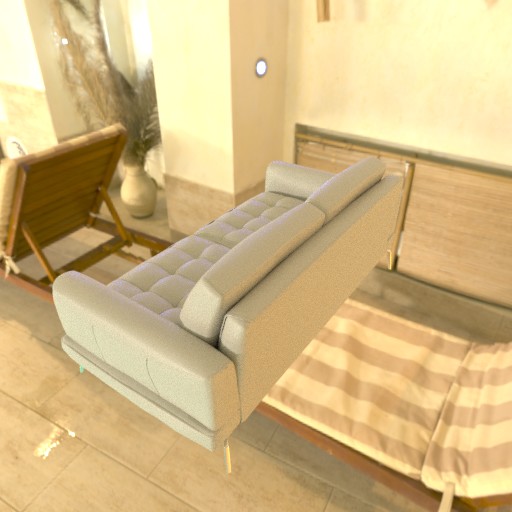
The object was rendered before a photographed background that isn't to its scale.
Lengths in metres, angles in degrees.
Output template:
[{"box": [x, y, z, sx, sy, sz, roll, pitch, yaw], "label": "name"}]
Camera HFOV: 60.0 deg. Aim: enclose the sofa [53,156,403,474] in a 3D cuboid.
[{"box": [0.000, 0.000, 2.732, 1.121, 0.930, 2.177, 21, 38, 29], "label": "sofa"}]
